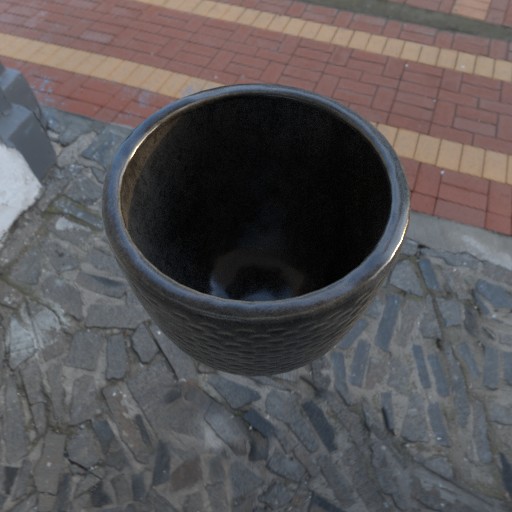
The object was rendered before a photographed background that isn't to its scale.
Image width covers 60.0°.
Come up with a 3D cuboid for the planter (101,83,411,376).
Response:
[{"bbox_3d":[0.000,0.000,0.313,0.172,0.160,0.172,0,58,0],"label":"planter"}]
